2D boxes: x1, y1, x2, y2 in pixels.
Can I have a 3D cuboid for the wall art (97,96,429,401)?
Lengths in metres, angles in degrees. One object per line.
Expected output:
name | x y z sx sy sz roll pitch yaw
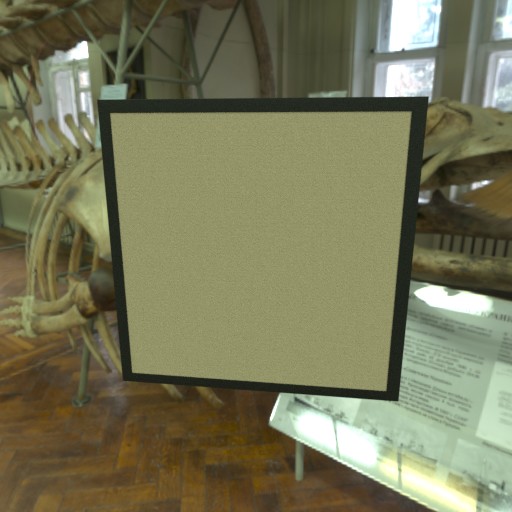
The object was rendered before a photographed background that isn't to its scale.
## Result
wall art | 0.000 0.000 0.454 0.306 0.304 0.015 2 16 7
